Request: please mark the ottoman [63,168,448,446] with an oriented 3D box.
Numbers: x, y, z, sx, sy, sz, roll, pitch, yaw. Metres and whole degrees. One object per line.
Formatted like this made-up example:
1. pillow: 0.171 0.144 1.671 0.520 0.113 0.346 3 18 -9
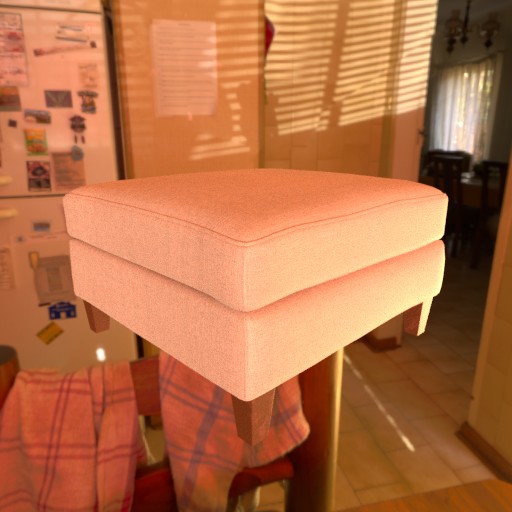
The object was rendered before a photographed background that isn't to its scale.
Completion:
1. ottoman: 0.000 0.000 1.357 0.838 0.503 0.838 -15 23 -42
